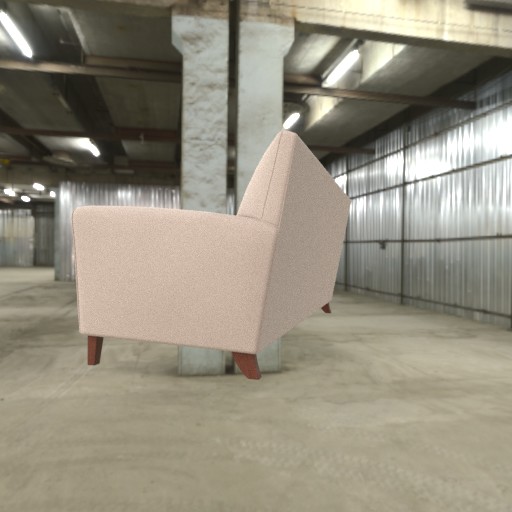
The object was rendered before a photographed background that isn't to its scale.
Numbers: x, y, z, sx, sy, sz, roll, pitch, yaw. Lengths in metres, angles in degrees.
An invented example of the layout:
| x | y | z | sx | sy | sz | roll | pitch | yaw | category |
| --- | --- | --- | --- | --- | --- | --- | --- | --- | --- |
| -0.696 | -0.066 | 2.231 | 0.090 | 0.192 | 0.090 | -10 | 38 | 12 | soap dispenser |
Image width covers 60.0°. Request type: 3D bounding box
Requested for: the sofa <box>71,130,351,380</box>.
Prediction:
| x | y | z | sx | sy | sz | roll | pitch | yaw | category |
| --- | --- | --- | --- | --- | --- | --- | --- | --- | --- |
| 0.000 | 0.000 | 2.488 | 0.875 | 0.846 | 2.000 | 0 | 0 | 17 | sofa |
